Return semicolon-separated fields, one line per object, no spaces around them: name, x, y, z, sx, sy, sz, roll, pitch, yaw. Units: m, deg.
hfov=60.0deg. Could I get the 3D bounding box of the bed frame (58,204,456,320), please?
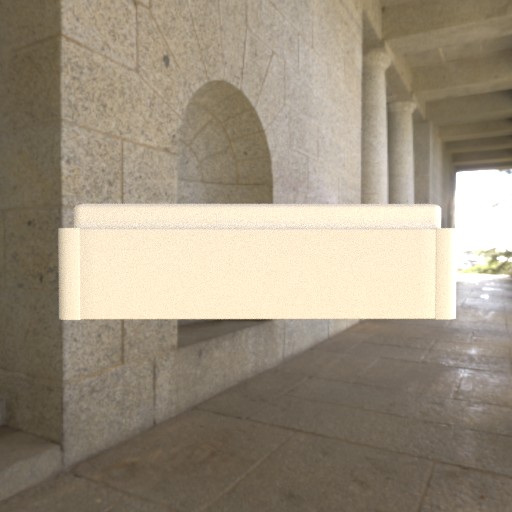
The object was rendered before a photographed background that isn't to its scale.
bed frame;0.000;0.000;2.473;1.400;0.406;1.900;0;1;0
